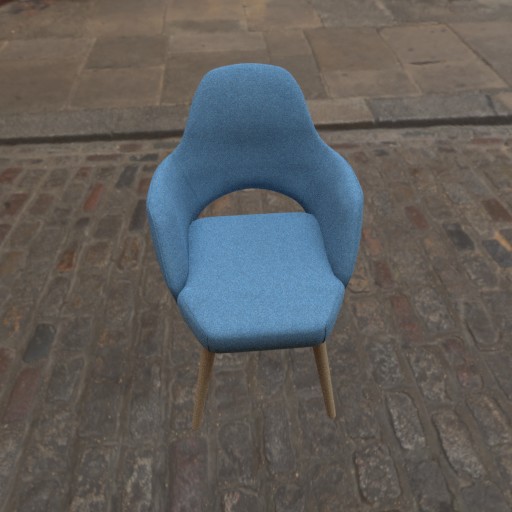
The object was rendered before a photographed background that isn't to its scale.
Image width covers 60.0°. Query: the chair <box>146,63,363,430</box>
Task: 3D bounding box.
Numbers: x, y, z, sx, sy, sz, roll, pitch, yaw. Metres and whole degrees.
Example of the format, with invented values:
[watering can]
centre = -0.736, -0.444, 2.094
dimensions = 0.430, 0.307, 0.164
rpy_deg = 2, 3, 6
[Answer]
[chair]
centre = 0.000, 0.000, 1.361
dimensions = 0.589, 0.920, 0.666
rpy_deg = -4, 46, -3
